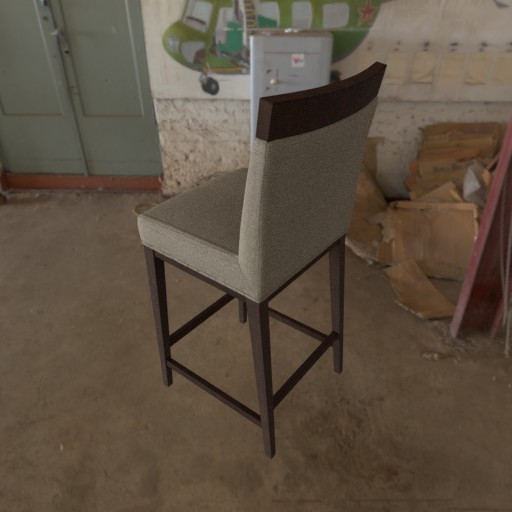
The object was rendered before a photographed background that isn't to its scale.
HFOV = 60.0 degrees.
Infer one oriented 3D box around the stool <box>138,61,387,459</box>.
[{"bbox_3d":[0.000,0.000,1.400,0.531,1.117,0.511,23,39,31],"label":"stool"}]
